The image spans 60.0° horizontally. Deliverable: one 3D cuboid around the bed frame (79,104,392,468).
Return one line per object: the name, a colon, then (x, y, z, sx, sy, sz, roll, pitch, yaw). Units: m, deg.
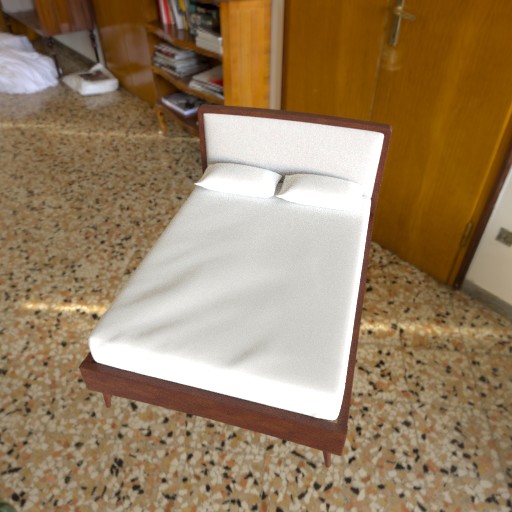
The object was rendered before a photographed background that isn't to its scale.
bed frame: (0.000, 0.000, 3.169, 1.587, 1.279, 2.171, 10, 41, 12)
